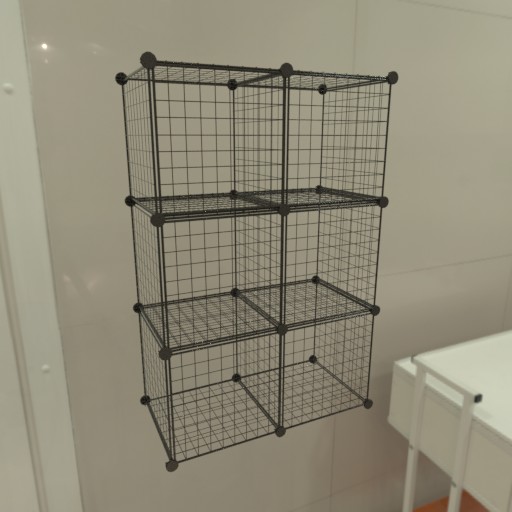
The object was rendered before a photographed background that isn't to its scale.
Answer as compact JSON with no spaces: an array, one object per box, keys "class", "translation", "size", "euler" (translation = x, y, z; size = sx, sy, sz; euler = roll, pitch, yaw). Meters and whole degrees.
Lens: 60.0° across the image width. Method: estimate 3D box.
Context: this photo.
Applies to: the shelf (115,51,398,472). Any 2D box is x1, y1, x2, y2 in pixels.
[{"class":"shelf","translation":[0.000,0.000,1.379],"size":[0.711,1.067,0.356],"euler":[-7,17,-25]}]
